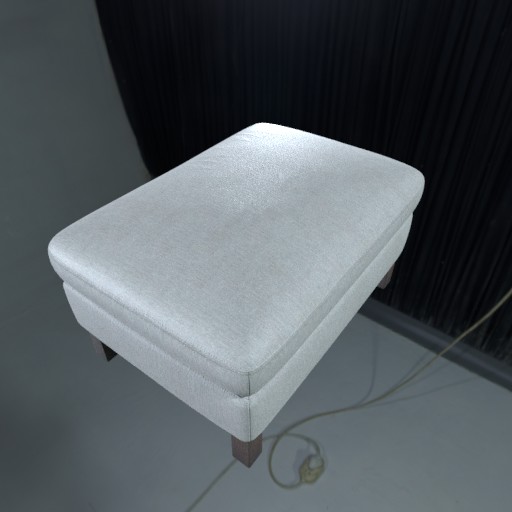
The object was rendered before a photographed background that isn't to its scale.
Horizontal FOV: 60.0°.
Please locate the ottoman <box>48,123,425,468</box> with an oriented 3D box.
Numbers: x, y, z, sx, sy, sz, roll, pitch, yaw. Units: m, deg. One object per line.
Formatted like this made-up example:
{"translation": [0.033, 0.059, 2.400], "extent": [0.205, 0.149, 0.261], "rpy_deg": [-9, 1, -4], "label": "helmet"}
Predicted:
{"translation": [0.000, 0.000, 1.048], "extent": [0.528, 0.404, 0.735], "rpy_deg": [25, 46, 27], "label": "ottoman"}
